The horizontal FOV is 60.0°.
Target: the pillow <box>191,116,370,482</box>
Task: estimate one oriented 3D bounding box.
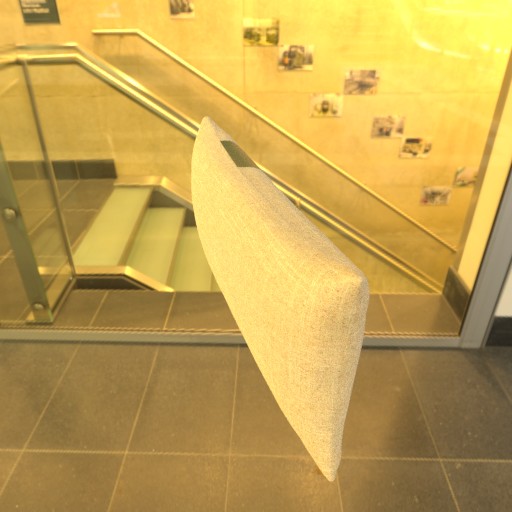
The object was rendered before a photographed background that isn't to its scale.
[{"bbox_3d":[0.000,0.000,1.001,0.197,0.429,0.859,-10,33,-15],"label":"pillow"}]
